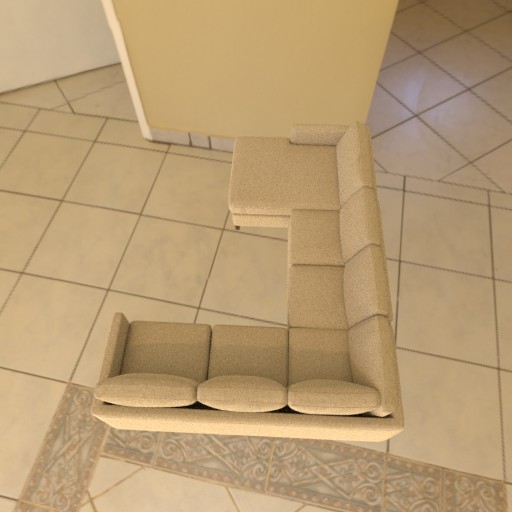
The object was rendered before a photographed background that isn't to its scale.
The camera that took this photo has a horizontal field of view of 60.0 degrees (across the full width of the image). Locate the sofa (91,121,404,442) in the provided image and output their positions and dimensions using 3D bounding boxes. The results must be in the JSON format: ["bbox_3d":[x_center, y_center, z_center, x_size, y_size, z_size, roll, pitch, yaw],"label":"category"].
[{"bbox_3d":[0.000,0.000,4.660,2.593,0.959,3.460,2,59,1],"label":"sofa"}]
